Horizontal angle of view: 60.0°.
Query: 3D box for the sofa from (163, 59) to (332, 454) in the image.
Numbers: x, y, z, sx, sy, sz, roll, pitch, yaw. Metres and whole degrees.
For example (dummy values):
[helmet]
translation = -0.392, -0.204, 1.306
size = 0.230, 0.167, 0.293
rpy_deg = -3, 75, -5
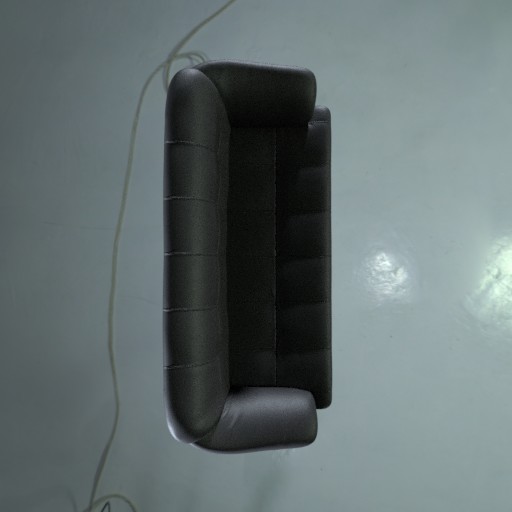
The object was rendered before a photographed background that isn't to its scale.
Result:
[sofa]
translation = 0.000, 0.000, 2.266
size = 0.800, 0.811, 1.829
rpy_deg = 0, 89, 0
